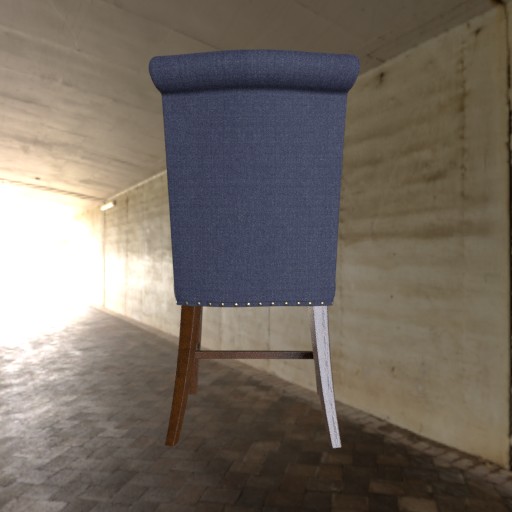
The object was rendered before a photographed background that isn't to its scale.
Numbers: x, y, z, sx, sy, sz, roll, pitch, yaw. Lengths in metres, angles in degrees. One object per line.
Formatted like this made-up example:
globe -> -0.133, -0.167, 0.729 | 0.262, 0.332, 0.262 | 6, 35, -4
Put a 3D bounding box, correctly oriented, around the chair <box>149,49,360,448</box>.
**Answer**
chair -> 0.000, 0.000, 1.338 | 0.513, 0.988, 0.608 | 0, -1, 1
